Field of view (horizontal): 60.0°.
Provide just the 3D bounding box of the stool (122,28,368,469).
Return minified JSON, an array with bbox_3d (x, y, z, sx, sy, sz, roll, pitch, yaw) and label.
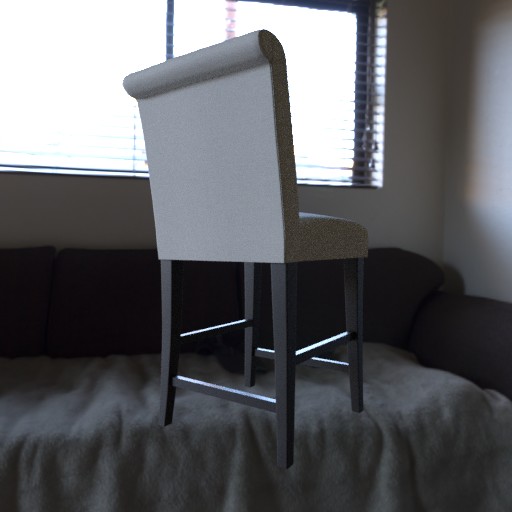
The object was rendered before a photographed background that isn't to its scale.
[{"bbox_3d":[0.000,0.000,1.280,0.452,0.976,0.597,1,2,36],"label":"stool"}]
